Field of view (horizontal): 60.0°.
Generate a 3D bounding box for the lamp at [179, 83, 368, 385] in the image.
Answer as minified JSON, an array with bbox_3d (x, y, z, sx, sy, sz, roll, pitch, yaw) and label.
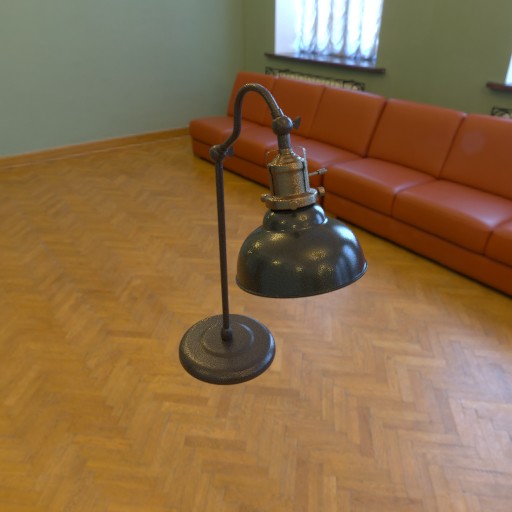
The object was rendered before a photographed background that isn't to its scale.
[{"bbox_3d":[0.000,0.000,0.693,0.192,0.508,0.374,-22,36,-33],"label":"lamp"}]
